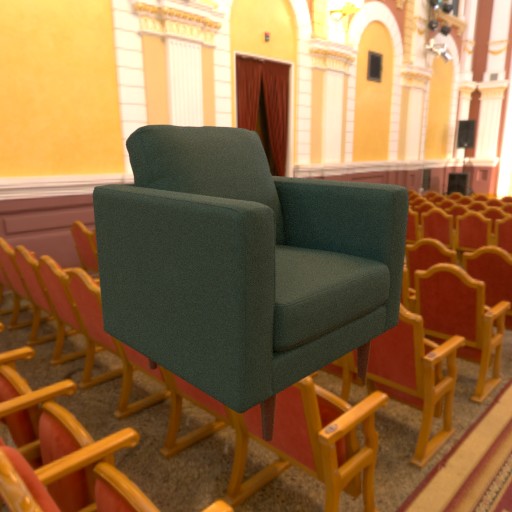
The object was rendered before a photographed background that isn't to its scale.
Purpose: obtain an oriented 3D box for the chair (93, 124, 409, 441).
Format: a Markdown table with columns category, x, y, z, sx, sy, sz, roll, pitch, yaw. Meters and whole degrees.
| category | x | y | z | sx | sy | sz | roll | pitch | yaw |
| --- | --- | --- | --- | --- | --- | --- | --- | --- | --- |
| chair | 0.000 | 0.000 | 1.613 | 0.800 | 0.927 | 0.855 | 13 | 19 | 43 |
